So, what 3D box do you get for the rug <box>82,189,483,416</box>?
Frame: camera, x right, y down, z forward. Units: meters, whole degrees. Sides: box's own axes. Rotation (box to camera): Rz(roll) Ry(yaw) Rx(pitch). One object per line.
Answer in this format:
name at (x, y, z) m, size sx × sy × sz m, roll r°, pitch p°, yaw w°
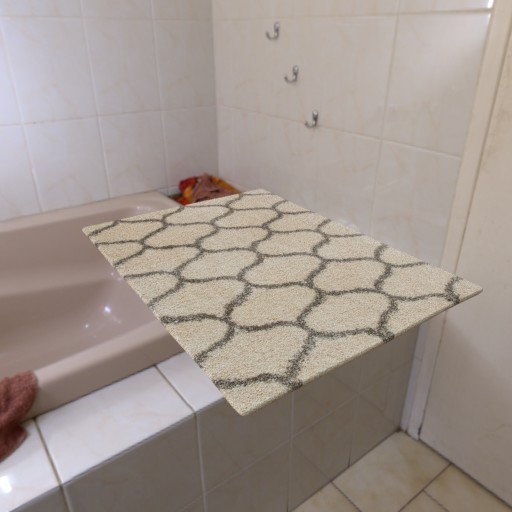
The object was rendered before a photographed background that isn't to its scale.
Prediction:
rug at (0.000, 0.000, 2.123) m, size 1.200 × 0.025 × 1.600 m, roll -17°, pitch 31°, yaw -31°
